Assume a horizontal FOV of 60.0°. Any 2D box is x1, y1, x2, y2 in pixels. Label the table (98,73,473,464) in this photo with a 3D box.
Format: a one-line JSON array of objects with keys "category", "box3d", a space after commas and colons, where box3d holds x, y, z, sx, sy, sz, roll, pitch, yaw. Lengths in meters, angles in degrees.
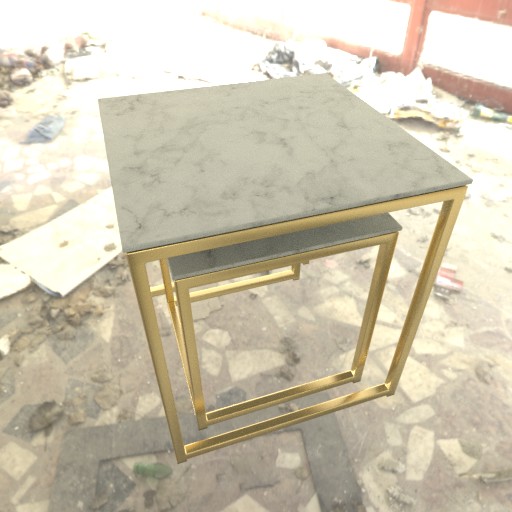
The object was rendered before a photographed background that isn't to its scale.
[{"category": "table", "box3d": [0.000, 0.000, 0.848, 0.450, 0.500, 0.450, -12, 42, -14]}]
